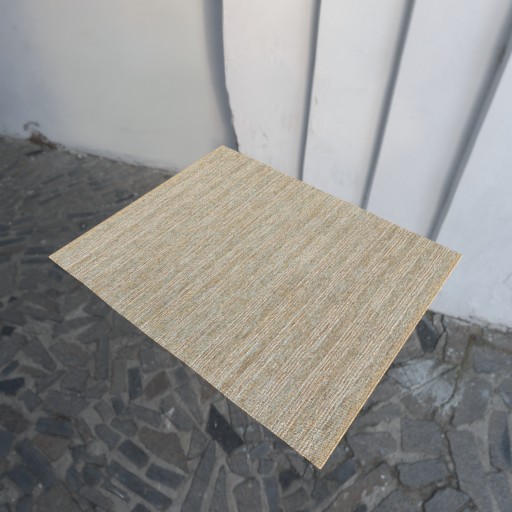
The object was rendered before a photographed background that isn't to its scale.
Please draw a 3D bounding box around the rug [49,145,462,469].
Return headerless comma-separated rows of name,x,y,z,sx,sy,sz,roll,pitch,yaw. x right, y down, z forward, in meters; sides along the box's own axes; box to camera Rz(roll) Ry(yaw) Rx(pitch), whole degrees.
rug,0.000,0.000,4.177,3.034,0.012,2.471,30,53,26
